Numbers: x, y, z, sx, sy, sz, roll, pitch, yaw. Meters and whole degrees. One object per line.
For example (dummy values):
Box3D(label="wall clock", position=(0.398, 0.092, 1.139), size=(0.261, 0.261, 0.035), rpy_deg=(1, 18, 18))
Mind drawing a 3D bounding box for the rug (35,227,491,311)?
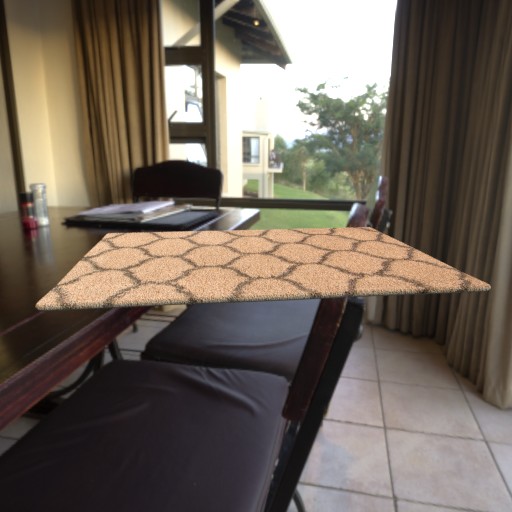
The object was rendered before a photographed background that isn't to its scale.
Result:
Box3D(label="rug", position=(0.000, 0.000, 2.107), size=(1.600, 0.025, 1.200), rpy_deg=(-2, 14, -7))
